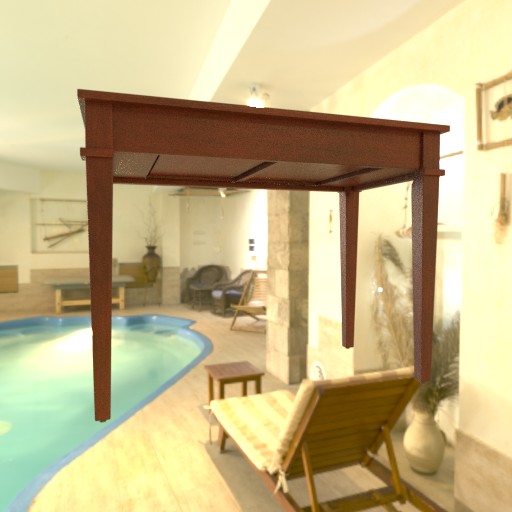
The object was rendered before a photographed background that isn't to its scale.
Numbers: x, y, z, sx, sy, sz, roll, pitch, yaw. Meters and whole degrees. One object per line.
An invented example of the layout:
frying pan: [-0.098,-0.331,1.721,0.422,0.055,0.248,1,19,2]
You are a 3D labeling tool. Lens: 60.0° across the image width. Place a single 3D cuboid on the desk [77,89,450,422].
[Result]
desk: [0.000,0.000,1.397,1.001,0.762,0.549,-1,2,-18]
